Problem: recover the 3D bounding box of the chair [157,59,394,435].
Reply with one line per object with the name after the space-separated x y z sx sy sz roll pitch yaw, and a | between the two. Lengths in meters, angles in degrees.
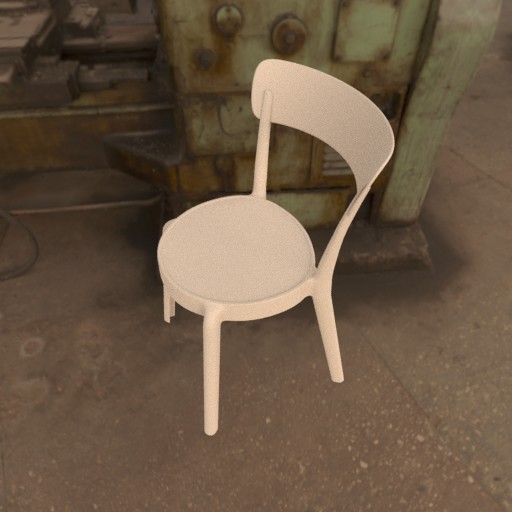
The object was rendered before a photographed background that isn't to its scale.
0.000 0.000 1.148 0.491 0.790 0.506 -17 47 -17 | chair
